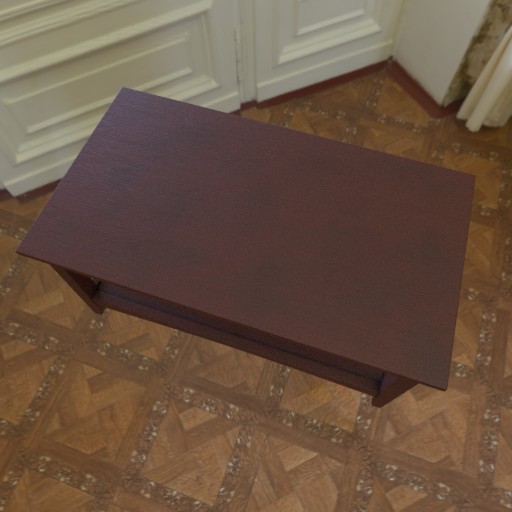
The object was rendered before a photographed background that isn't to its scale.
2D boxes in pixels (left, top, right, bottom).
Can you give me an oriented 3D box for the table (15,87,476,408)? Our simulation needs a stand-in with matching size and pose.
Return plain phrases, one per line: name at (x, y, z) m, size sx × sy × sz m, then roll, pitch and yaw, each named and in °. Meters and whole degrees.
table at (0.000, 0.000, 1.224) m, size 0.943 × 0.456 × 0.533 m, roll 17°, pitch 64°, yaw 8°
